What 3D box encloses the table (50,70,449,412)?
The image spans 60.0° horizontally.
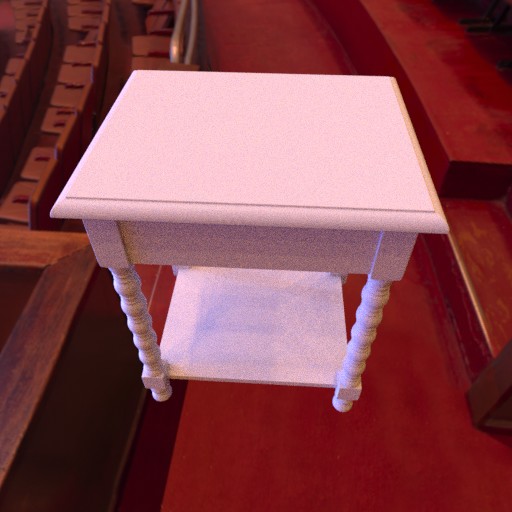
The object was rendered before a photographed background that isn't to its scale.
[{"bbox_3d":[0.000,0.000,0.819,0.460,0.531,0.381,3,46,2],"label":"table"}]
